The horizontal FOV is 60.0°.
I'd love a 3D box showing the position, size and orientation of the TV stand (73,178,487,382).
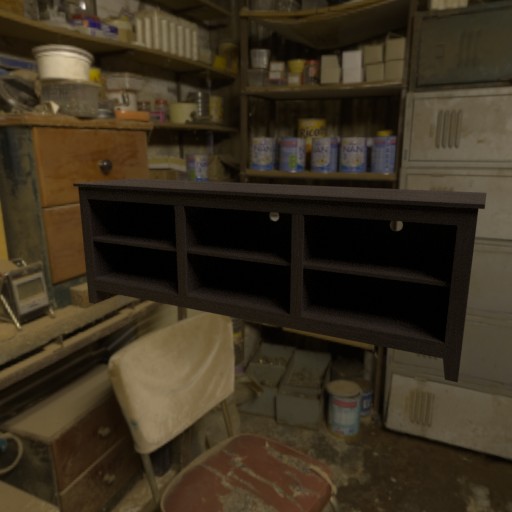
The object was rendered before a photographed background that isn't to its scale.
[{"bbox_3d":[0.000,0.000,1.991,1.778,0.610,0.406,7,15,27],"label":"TV stand"}]
